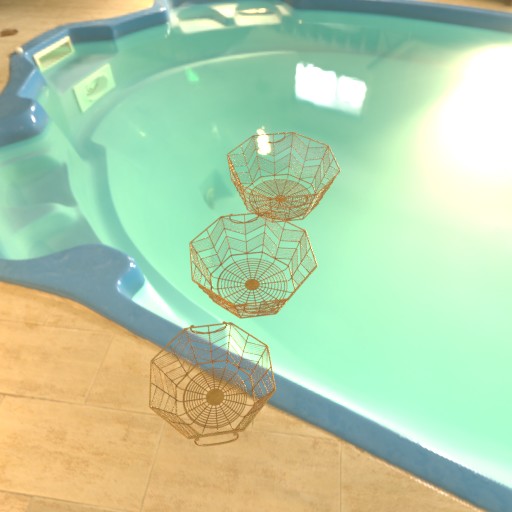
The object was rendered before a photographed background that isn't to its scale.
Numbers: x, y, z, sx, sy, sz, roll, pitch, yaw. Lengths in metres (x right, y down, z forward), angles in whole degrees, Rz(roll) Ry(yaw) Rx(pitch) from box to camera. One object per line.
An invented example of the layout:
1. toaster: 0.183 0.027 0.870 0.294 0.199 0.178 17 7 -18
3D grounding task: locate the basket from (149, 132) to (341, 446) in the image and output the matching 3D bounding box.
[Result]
1. basket: 0.000 0.000 1.444 0.432 0.178 1.245 10 48 10
